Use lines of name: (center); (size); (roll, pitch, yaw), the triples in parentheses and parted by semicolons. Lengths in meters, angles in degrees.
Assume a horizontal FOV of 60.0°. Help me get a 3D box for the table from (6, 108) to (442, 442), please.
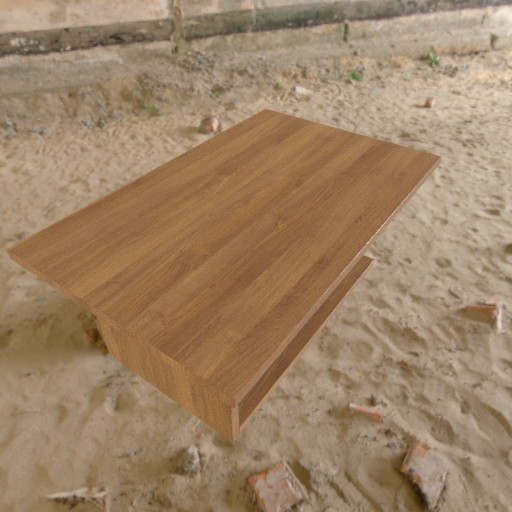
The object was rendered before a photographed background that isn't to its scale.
table: (0.000, 0.000, 1.399); (0.700, 0.442, 1.100); (25, 46, 27)
